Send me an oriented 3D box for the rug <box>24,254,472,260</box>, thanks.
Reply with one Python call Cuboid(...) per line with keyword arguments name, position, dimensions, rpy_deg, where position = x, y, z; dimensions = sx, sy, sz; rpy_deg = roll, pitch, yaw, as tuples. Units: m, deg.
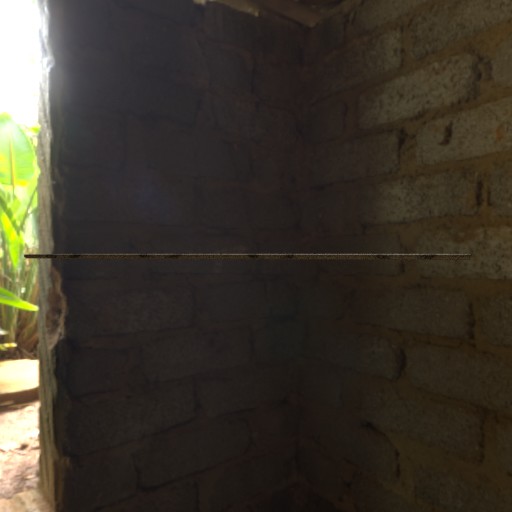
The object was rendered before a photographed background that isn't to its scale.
Cuboid(name="rug", position=(0.000, 0.000, 2.919), dimensions=(2.348, 0.024, 1.501), rpy_deg=(0, 0, 16))
